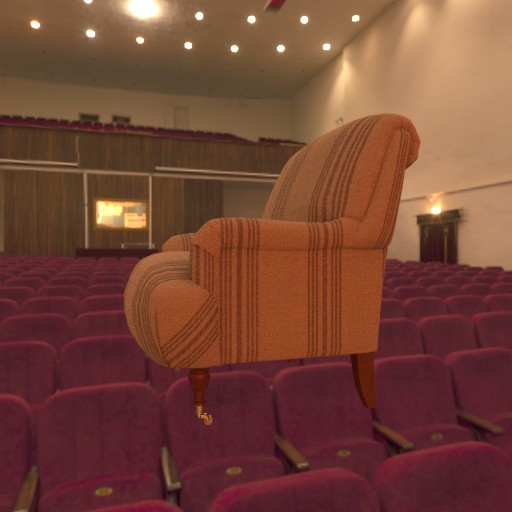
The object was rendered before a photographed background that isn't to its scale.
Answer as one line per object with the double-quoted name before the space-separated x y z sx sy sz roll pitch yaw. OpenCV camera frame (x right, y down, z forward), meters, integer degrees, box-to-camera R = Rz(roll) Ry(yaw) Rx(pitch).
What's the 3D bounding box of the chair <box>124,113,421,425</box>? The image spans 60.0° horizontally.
"chair" 0.000 0.000 1.604 0.914 0.940 0.813 0 0 -18
